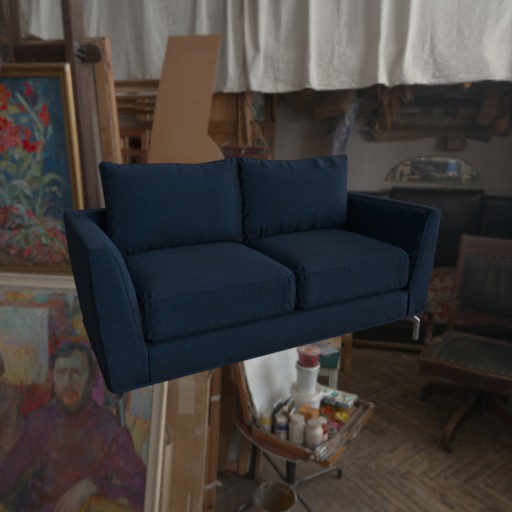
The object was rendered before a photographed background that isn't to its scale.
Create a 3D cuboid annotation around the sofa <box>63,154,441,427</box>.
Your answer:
[{"bbox_3d":[0.000,0.000,2.343,1.770,1.002,0.853,-8,18,-27],"label":"sofa"}]
